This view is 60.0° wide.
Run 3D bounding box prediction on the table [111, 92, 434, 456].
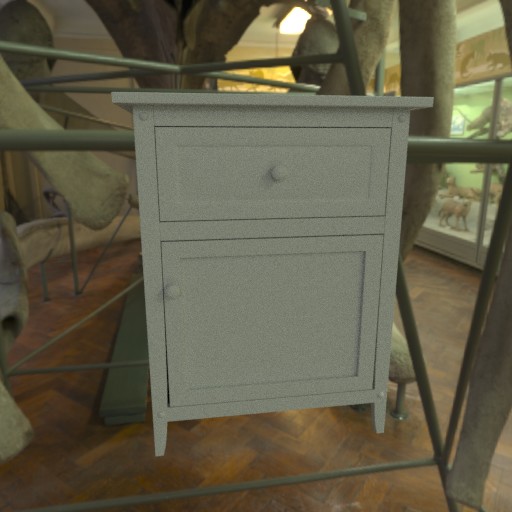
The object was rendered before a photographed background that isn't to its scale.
[{"bbox_3d":[0.000,0.000,0.755,0.381,0.483,0.381,-2,15,-9],"label":"table"}]
